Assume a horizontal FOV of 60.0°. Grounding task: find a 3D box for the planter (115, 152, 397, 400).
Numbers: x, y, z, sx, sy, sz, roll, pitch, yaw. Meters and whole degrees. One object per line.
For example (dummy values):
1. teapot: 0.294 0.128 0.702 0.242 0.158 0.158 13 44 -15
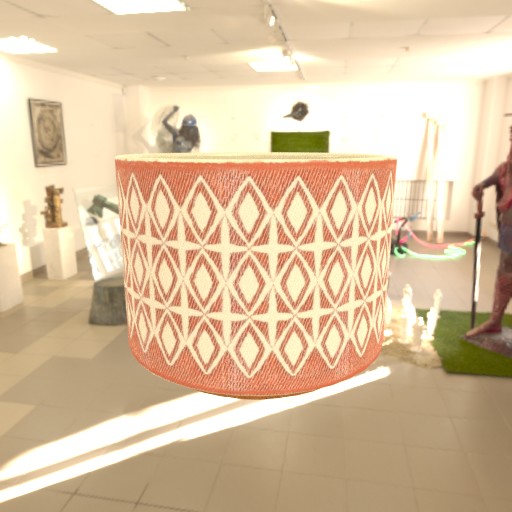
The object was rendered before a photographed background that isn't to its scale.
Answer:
1. planter: 0.000 0.000 0.333 0.192 0.148 0.192 0 14 0
